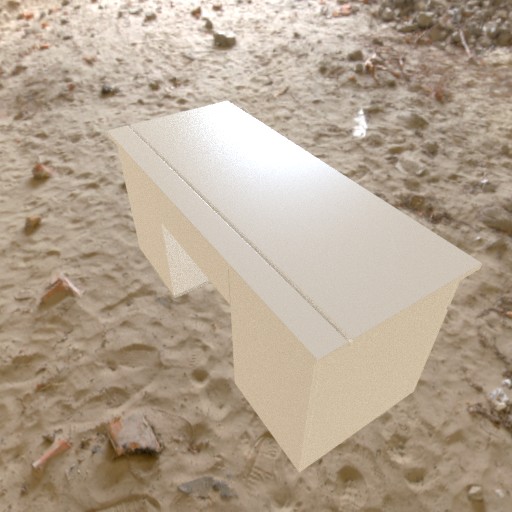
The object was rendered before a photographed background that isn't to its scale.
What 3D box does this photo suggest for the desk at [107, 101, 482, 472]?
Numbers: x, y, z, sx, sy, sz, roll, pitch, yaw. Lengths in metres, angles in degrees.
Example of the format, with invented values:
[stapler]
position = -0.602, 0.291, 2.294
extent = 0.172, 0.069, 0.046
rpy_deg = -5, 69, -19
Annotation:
[desk]
position = 0.000, 0.000, 2.006
extent = 0.670, 0.760, 1.580
rpy_deg = -23, 46, -25
